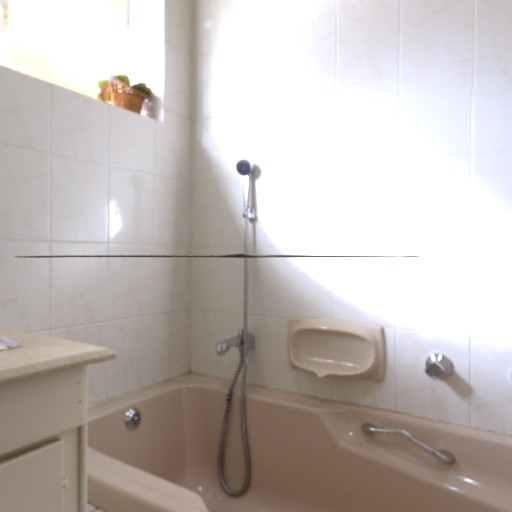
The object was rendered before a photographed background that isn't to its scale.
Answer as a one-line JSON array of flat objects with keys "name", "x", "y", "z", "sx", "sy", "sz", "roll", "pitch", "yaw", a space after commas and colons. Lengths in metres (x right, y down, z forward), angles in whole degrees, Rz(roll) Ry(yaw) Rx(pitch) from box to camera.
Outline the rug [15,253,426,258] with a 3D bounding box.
[{"name": "rug", "x": 0.000, "y": 0.000, "z": 2.259, "sx": 1.209, "sy": 0.019, "sz": 1.828, "roll": 0, "pitch": 0, "yaw": 35}]
